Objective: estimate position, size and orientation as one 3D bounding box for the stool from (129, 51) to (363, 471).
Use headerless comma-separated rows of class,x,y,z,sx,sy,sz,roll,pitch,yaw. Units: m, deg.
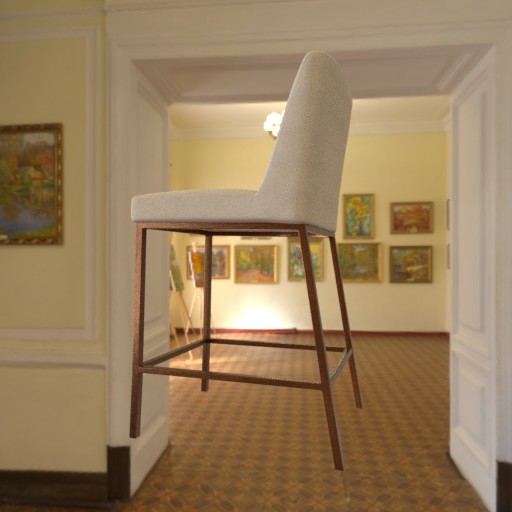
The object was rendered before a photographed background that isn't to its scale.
stool,0.000,0.000,1.311,0.576,0.973,0.507,0,0,19
